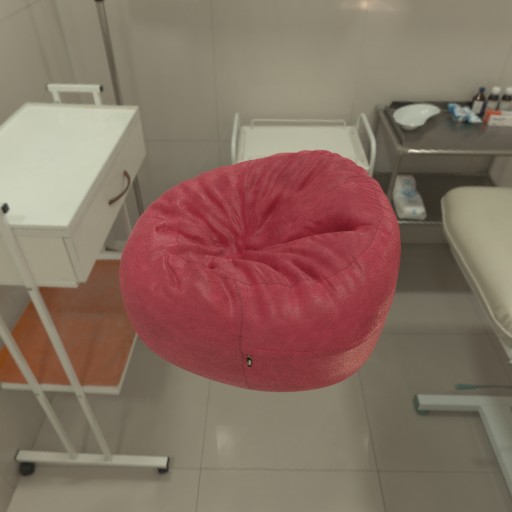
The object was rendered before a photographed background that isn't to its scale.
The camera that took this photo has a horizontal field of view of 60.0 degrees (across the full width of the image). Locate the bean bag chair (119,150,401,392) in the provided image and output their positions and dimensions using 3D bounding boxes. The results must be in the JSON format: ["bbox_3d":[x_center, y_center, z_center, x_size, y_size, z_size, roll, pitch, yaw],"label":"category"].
[{"bbox_3d":[0.000,0.000,2.545,1.524,0.878,1.524,0,40,1],"label":"bean bag chair"}]
